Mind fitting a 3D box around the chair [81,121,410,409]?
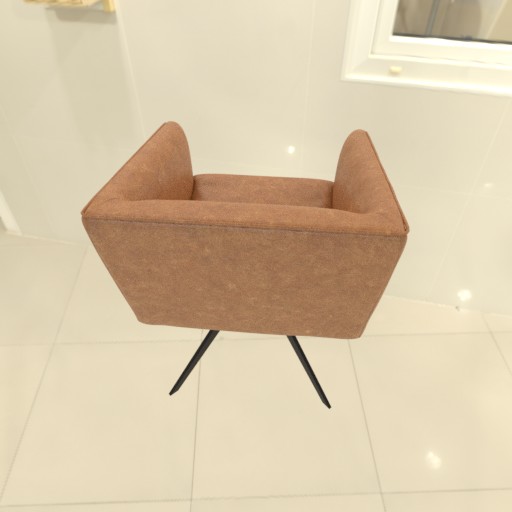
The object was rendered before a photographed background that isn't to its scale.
[{"bbox_3d":[0.000,0.000,1.235,0.588,0.760,0.625,4,45,4],"label":"chair"}]
